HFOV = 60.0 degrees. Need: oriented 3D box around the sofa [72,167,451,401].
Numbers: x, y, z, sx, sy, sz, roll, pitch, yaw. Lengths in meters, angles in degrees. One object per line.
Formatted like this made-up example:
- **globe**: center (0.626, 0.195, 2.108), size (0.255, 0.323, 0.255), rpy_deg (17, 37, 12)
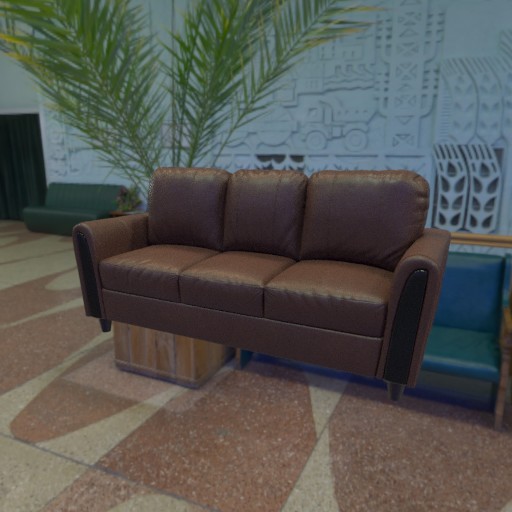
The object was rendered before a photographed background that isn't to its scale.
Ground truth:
- **sofa**: center (0.000, 0.000, 2.354), size (1.862, 0.915, 0.802), rpy_deg (6, 15, 26)
